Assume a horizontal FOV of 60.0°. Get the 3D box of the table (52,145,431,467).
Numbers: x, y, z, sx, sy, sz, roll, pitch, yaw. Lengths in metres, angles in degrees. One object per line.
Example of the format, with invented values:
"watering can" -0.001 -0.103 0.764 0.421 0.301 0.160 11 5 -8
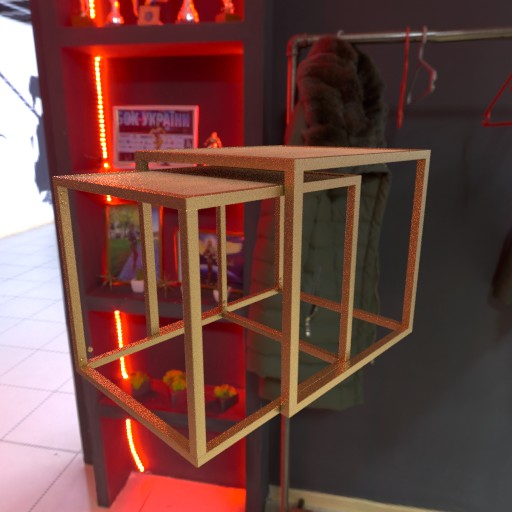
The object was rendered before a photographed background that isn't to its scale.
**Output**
"table" 0.000 0.000 1.096 0.505 0.505 0.762 14 21 42
